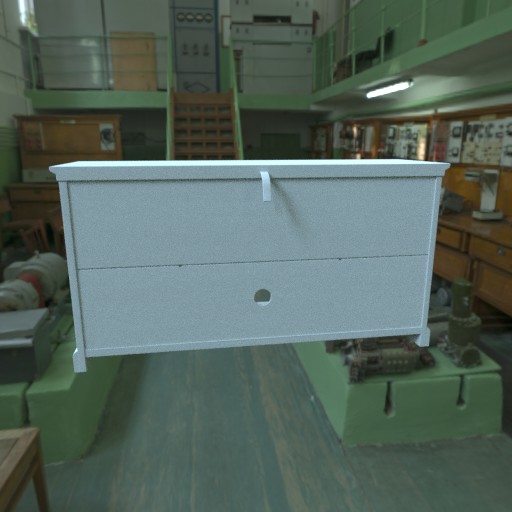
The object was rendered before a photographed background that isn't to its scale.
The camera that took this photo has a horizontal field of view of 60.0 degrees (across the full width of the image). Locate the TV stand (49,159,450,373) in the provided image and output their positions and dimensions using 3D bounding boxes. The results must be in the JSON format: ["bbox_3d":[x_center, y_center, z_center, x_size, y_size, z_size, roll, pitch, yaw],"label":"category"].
[{"bbox_3d":[0.000,0.000,1.513,1.187,0.624,0.424,-2,15,-9],"label":"TV stand"}]
